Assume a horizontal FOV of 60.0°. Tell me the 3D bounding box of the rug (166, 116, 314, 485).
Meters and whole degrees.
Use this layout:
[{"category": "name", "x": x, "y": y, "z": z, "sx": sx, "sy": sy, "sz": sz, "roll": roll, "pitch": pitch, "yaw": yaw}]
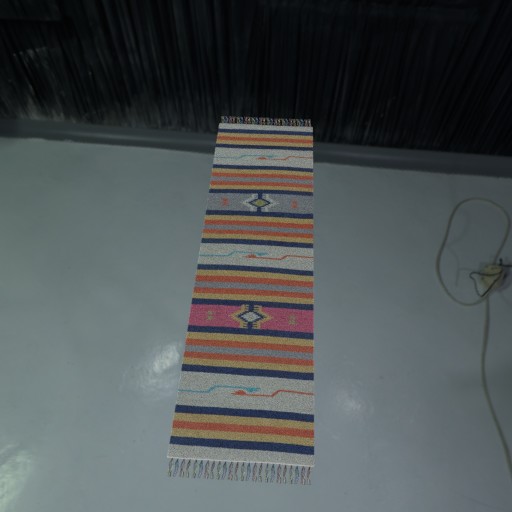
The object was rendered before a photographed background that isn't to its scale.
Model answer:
[{"category": "rug", "x": 0.000, "y": 0.000, "z": 2.692, "sx": 0.695, "sy": 0.017, "sz": 2.455, "roll": 3, "pitch": 58, "yaw": 2}]
